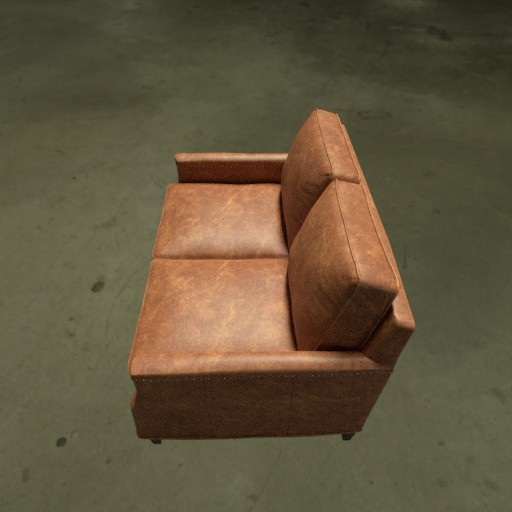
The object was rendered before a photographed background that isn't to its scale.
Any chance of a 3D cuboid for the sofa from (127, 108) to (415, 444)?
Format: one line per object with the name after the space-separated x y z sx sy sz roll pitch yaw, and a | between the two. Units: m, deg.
0.000 0.000 2.281 1.084 1.003 1.597 -1 43 -1 | sofa
